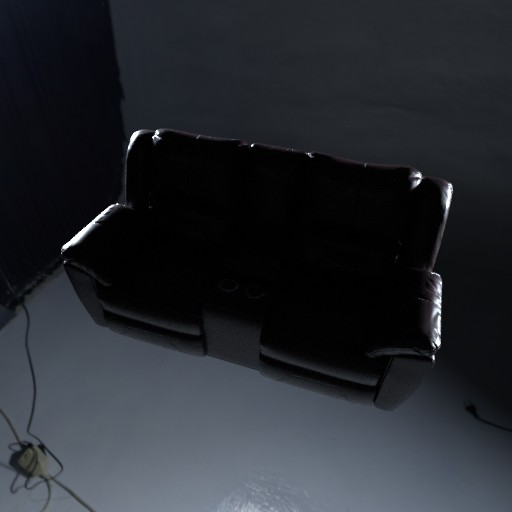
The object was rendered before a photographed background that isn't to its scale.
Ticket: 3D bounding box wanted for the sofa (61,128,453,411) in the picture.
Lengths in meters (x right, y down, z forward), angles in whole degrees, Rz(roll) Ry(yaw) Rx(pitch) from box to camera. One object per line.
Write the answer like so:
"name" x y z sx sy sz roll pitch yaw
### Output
"sofa" 0.000 0.000 2.605 2.058 1.043 0.991 13 43 14
